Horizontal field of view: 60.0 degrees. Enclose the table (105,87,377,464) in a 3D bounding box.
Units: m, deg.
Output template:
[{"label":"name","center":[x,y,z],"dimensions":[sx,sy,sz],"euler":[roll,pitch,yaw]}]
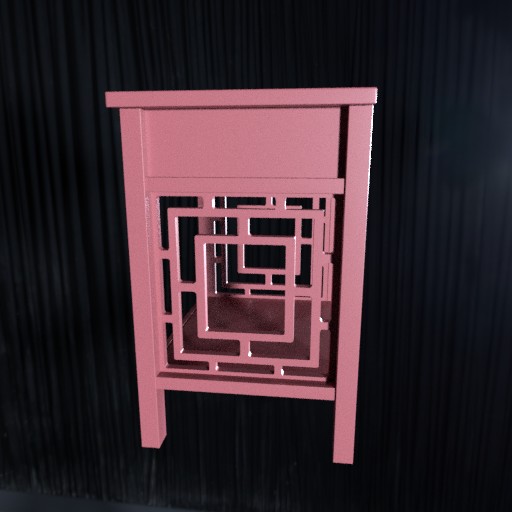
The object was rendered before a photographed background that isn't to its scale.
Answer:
[{"label":"table","center":[0.000,0.000,1.078],"dimensions":[0.451,0.686,0.599],"euler":[2,13,7]}]
